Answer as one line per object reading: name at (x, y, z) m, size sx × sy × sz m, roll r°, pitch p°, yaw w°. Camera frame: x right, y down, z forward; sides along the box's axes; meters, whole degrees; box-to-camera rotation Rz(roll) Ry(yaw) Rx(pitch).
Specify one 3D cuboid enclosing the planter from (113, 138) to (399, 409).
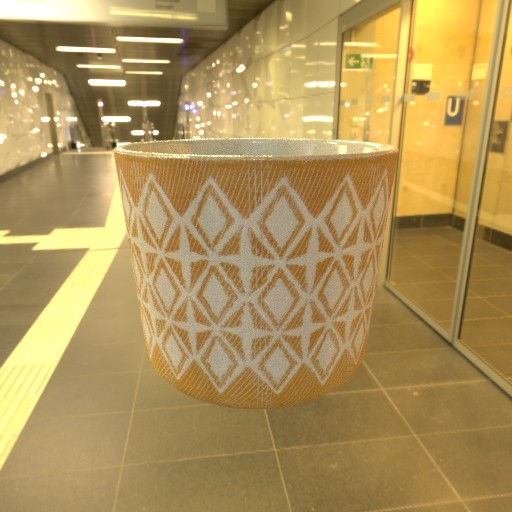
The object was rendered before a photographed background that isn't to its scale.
planter at (0.000, 0.000, 0.338) m, size 0.193 × 0.165 × 0.193 m, roll 0°, pitch 17°, yaw 0°
